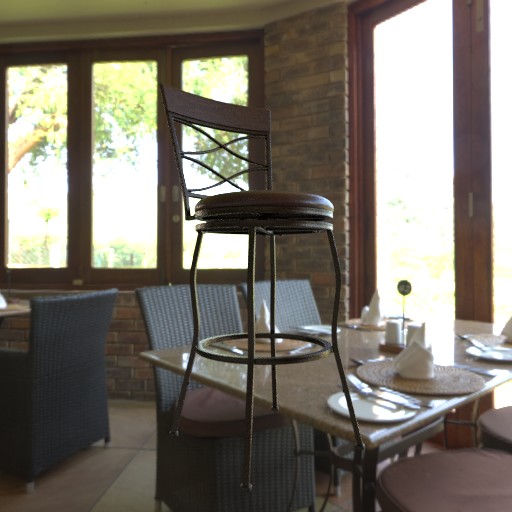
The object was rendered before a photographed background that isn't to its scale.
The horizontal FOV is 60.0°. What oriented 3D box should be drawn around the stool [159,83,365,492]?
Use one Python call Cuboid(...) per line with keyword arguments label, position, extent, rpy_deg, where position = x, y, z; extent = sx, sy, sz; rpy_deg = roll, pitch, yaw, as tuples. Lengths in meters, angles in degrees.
Cuboid(label="stool", position=(0.000, 0.000, 1.388), extent=(0.448, 1.130, 0.513), rpy_deg=(0, -1, -35))
